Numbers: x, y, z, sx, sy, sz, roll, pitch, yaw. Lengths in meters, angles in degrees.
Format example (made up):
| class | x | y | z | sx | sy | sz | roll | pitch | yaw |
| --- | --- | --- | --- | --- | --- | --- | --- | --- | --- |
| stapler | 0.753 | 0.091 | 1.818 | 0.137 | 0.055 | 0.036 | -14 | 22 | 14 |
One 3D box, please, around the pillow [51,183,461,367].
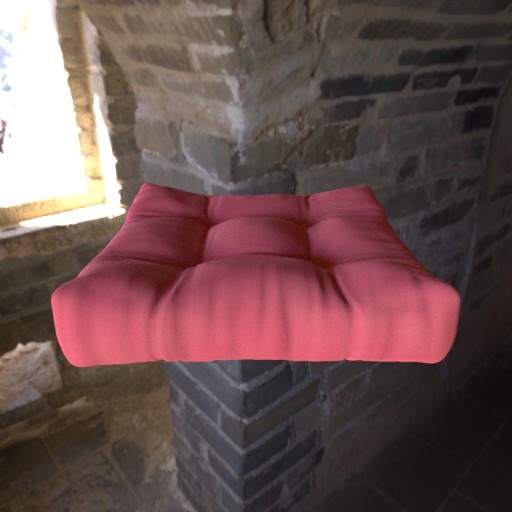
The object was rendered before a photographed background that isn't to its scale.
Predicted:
| class | x | y | z | sx | sy | sz | roll | pitch | yaw |
| --- | --- | --- | --- | --- | --- | --- | --- | --- | --- |
| pillow | 0.000 | 0.000 | 0.729 | 0.490 | 0.128 | 0.468 | 0 | 26 | 0 |
